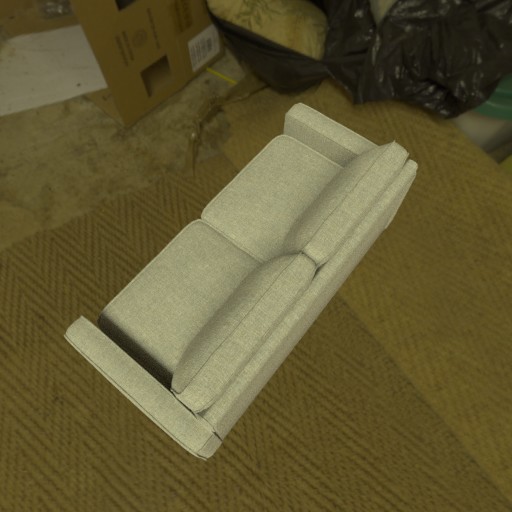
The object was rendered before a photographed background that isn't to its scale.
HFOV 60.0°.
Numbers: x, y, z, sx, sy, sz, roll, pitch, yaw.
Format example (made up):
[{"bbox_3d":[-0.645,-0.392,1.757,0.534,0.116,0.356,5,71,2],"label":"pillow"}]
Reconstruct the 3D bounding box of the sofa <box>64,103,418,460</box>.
[{"bbox_3d":[0.000,0.000,2.620,0.945,0.918,2.078,35,69,16],"label":"sofa"}]
